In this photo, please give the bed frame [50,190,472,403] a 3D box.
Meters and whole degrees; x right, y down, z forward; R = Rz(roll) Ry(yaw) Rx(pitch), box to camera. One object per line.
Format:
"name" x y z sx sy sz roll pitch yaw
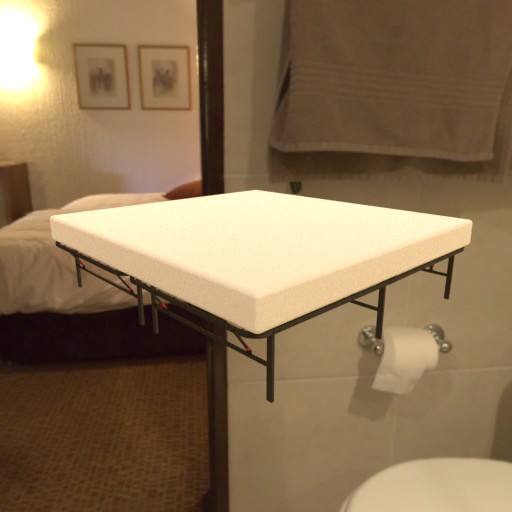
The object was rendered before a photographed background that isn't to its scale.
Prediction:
"bed frame" 0.000 0.000 2.984 1.935 0.525 2.033 -15 22 -42
